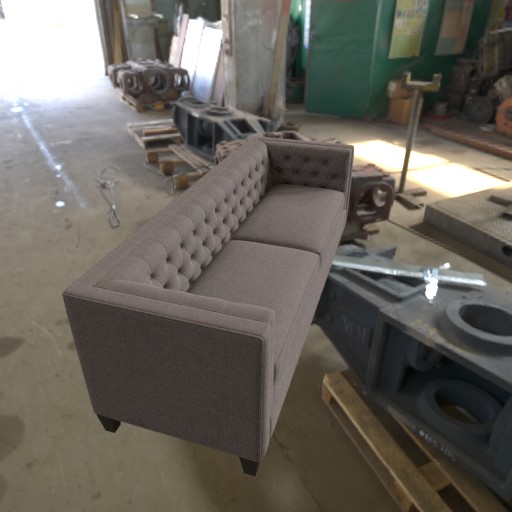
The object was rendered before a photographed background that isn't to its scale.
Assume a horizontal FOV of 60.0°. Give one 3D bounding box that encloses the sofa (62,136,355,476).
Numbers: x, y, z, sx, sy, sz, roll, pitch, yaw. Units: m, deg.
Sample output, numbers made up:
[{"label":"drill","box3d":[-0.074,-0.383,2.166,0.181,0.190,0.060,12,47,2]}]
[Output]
[{"label":"sofa","box3d":[0.000,0.000,2.548,0.775,0.762,2.159,10,32,16]}]
